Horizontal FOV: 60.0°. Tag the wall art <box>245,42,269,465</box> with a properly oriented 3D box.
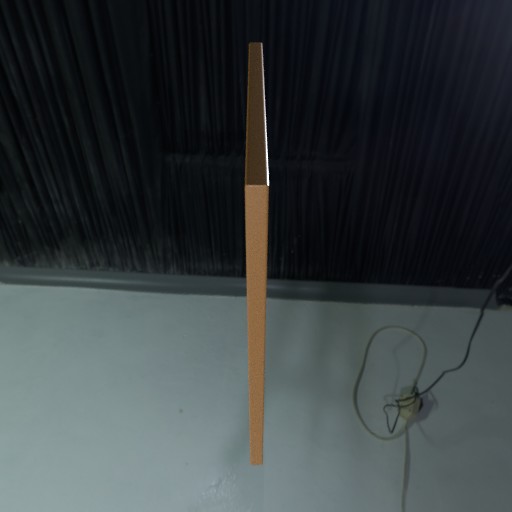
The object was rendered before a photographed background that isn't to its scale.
[{"bbox_3d":[0.000,0.000,0.513,0.015,0.379,0.310,0,41,0],"label":"wall art"}]
